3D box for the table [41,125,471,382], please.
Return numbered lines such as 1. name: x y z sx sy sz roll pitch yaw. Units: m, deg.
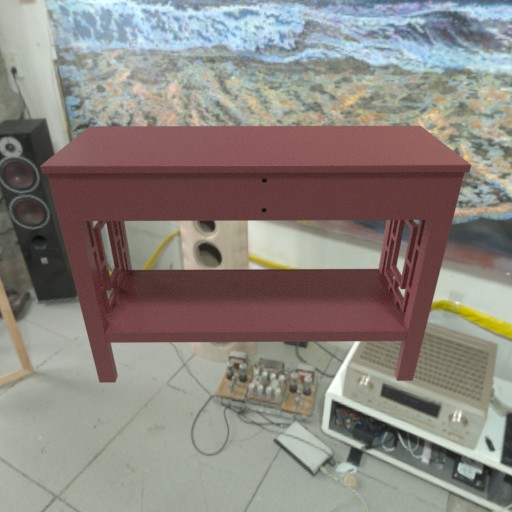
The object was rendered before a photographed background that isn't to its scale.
1. table: 0.000 0.000 1.458 1.068 0.753 0.397 0 30 0
